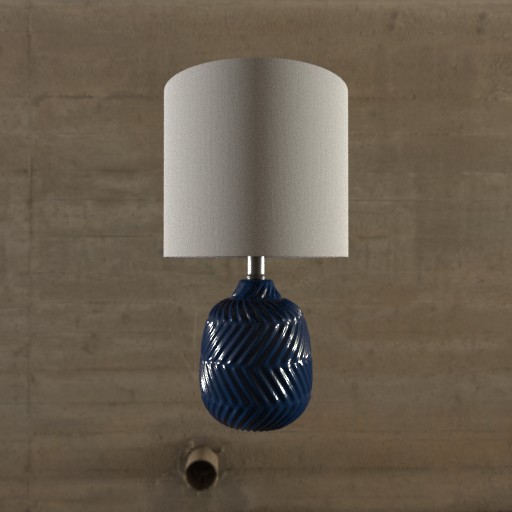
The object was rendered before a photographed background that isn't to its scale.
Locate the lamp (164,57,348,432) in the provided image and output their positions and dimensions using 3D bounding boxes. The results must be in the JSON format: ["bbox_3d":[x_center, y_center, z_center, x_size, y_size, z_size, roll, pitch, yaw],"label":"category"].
[{"bbox_3d":[0.000,0.000,0.499,0.203,0.368,0.203,0,-1,-37],"label":"lamp"}]
